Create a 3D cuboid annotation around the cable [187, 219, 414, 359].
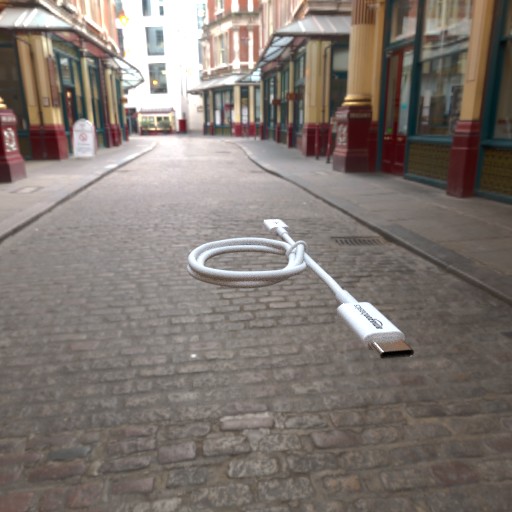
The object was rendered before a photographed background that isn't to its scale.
[{"bbox_3d":[0.000,0.000,0.226,0.070,0.014,0.203,-3,16,-9],"label":"cable"}]
